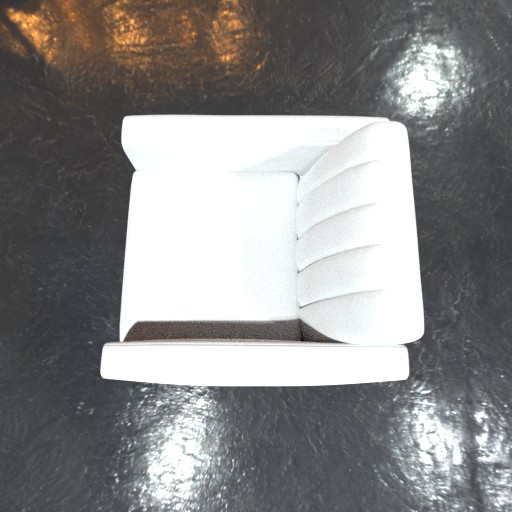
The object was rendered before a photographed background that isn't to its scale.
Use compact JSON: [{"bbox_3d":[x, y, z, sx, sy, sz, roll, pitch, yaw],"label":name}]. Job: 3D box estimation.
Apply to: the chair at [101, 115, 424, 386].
[{"bbox_3d":[0.000,0.000,1.699,0.998,0.819,0.953,0,76,0],"label":"chair"}]
